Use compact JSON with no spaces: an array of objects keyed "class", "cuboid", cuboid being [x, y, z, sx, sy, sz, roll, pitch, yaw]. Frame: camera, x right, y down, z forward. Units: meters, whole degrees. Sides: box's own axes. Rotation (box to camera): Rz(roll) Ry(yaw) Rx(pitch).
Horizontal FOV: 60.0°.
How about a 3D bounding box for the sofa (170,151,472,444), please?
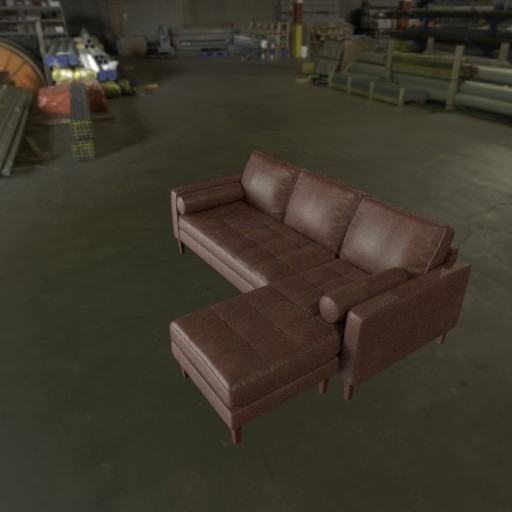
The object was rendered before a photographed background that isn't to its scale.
[{"class":"sofa","cuboid":[0.000,0.000,3.045,1.613,0.841,2.185,-19,34,-30]}]
